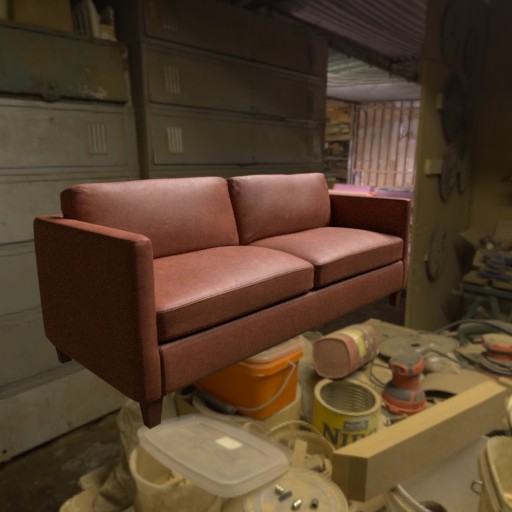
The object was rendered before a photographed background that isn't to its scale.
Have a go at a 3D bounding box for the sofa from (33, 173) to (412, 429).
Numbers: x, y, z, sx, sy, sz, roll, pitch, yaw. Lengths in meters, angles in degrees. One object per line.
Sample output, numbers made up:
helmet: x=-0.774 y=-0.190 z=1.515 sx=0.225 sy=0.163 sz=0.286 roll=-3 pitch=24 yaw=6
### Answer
sofa: x=0.000 y=0.000 z=2.663 sx=0.950 sy=0.932 sz=2.204 roll=12 pitch=17 yaw=43
